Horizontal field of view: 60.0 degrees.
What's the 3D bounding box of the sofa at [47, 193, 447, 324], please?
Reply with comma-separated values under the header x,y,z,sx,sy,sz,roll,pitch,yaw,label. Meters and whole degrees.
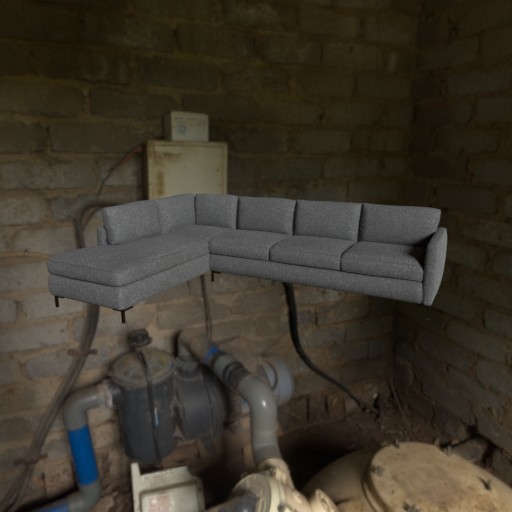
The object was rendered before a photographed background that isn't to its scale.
x,y,z,sx,sy,sz,roll,pitch,yaw,label
0.000,0.000,3.880,2.949,0.815,2.007,7,16,27,sofa
